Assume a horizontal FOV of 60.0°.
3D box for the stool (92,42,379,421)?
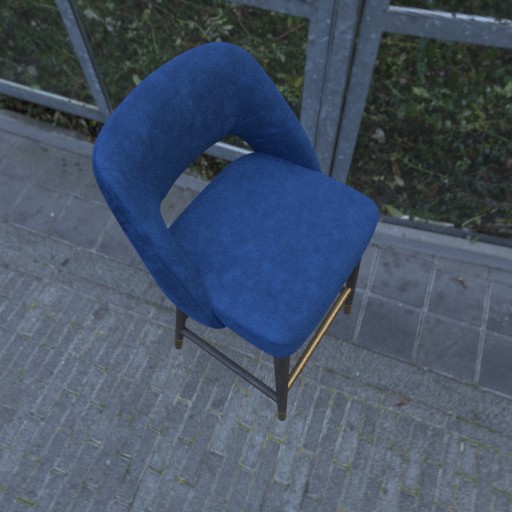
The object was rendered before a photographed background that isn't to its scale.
[{"bbox_3d":[0.000,0.000,1.190,0.524,0.925,0.536,30,63,17],"label":"stool"}]
